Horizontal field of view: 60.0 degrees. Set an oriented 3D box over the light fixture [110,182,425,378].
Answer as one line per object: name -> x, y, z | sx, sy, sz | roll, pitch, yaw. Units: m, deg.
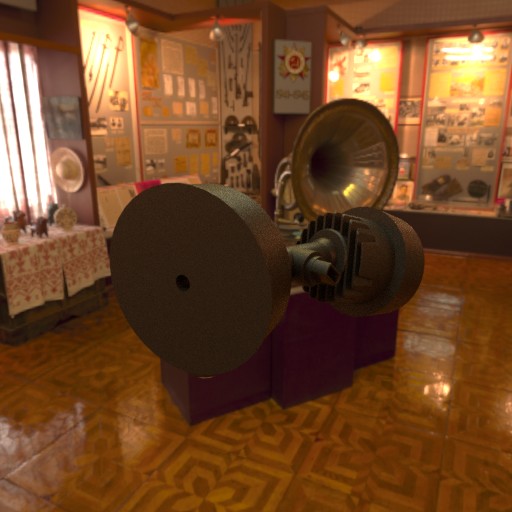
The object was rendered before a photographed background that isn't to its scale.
light fixture -> 0.000, 0.000, 0.314 | 0.213, 0.120, 0.168 | 8, 18, 27
